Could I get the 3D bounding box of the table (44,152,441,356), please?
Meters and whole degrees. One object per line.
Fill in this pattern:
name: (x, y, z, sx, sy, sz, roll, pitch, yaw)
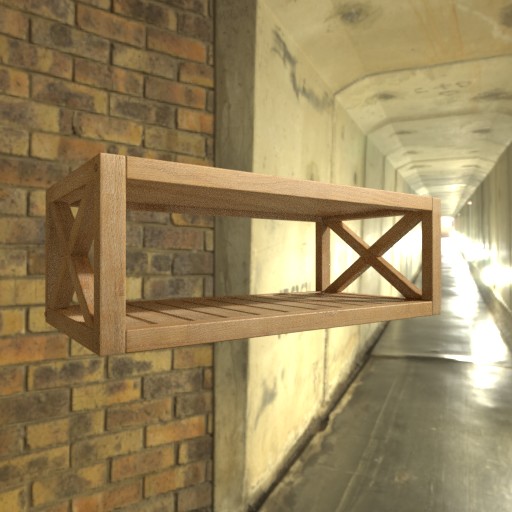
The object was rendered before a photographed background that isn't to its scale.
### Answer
table: (0.000, 0.000, 1.630, 1.321, 0.457, 0.660, 0, 0, -35)
